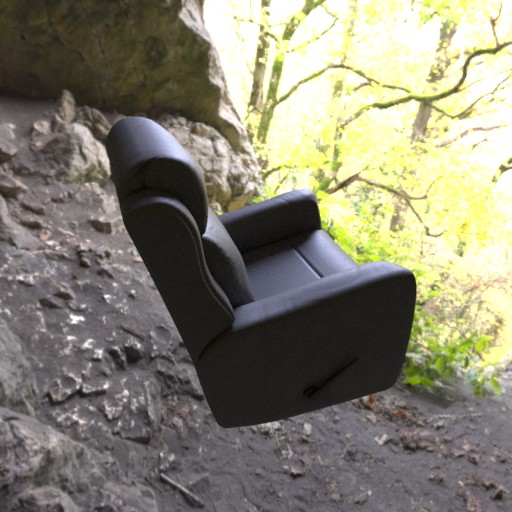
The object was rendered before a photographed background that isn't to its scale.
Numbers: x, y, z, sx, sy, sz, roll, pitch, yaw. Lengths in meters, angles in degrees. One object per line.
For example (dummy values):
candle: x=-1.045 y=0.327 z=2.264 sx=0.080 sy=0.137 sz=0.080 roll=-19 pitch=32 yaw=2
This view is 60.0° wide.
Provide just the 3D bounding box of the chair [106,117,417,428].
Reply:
chair: x=0.000 y=0.000 z=1.904 sx=1.068 sy=1.116 sz=0.967 roll=-10 pitch=31 yaw=-17
